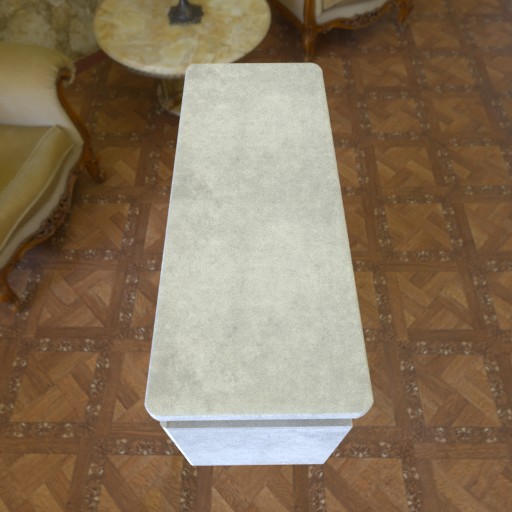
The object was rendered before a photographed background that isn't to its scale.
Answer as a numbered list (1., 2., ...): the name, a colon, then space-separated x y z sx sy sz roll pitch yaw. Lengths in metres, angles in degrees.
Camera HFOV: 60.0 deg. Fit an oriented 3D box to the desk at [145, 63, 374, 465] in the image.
1. desk: 0.000 0.000 1.743 0.550 0.755 1.400 -1 57 0
